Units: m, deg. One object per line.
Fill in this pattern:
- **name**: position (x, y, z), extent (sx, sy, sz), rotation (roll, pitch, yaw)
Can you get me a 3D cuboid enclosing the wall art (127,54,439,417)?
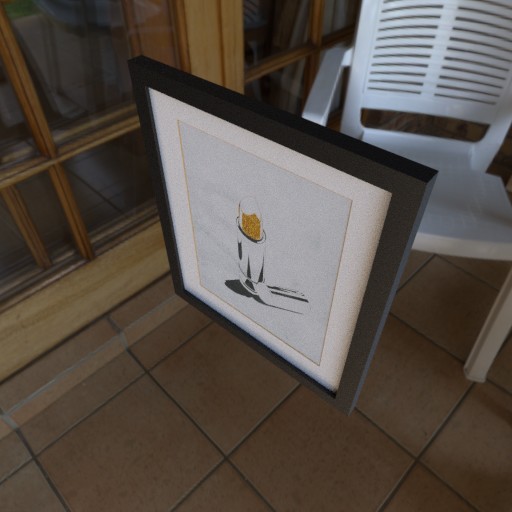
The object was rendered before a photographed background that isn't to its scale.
- **wall art**: position (0.000, 0.000, 0.528), extent (0.330, 0.381, 0.019), rotation (31, 53, 26)
